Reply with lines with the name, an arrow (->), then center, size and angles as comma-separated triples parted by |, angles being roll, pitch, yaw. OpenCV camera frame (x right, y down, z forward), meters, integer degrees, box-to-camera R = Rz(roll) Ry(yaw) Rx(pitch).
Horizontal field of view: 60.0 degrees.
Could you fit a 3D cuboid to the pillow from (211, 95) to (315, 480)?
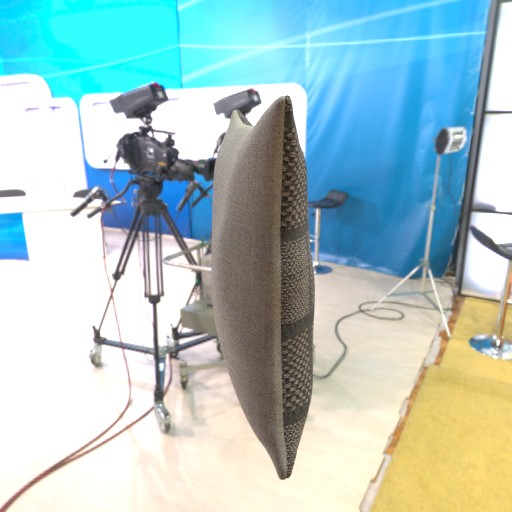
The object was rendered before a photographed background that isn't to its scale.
pillow -> 0.000, 0.000, 0.667 | 0.138, 0.432, 0.435 | -2, 17, -8
